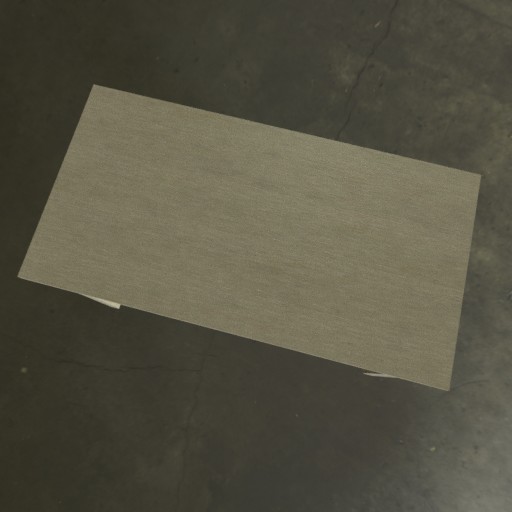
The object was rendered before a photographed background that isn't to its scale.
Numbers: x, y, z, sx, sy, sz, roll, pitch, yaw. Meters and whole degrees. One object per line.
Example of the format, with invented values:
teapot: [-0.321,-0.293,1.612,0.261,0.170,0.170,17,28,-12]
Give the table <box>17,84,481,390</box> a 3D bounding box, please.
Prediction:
table: [0.000,0.000,1.892,1.397,0.874,0.729,14,76,3]
